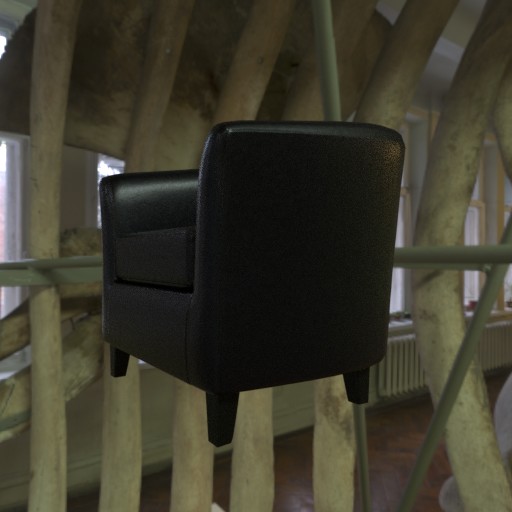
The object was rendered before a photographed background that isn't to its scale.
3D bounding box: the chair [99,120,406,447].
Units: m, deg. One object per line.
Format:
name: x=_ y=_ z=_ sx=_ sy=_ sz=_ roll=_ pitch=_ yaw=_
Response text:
chair: x=0.000 y=0.000 z=1.333 sx=0.727 sy=0.756 sz=0.793 roll=0 pitch=0 yaw=-36
